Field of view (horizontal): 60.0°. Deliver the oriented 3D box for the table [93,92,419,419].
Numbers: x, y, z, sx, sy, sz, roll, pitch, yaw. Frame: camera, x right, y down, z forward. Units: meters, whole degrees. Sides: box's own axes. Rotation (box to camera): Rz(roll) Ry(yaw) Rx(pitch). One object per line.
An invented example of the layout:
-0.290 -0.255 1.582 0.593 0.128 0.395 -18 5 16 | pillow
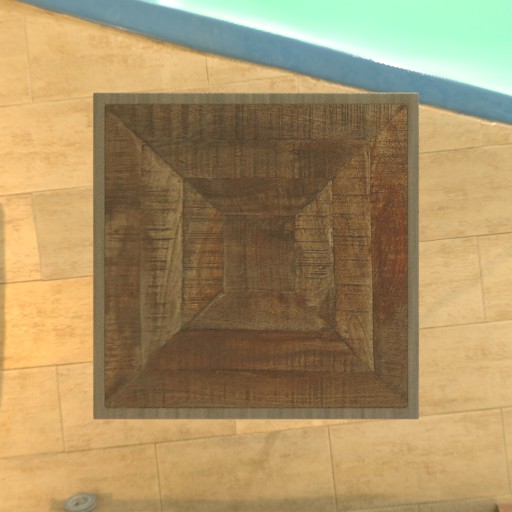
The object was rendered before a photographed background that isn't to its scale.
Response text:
0.000 0.000 0.856 0.449 0.500 0.450 0 90 0 | table
